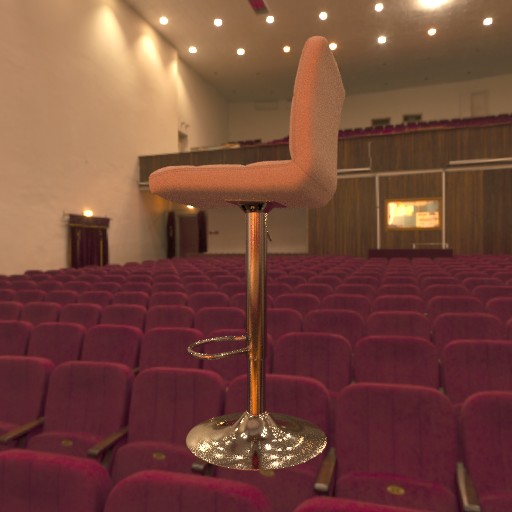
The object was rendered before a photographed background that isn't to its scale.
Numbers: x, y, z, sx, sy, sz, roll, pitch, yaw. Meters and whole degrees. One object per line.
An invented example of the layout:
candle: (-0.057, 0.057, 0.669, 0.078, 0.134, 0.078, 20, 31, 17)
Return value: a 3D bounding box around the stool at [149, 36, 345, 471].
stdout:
stool: (0.000, 0.000, 1.354, 0.505, 1.115, 0.430, 0, 0, 18)
